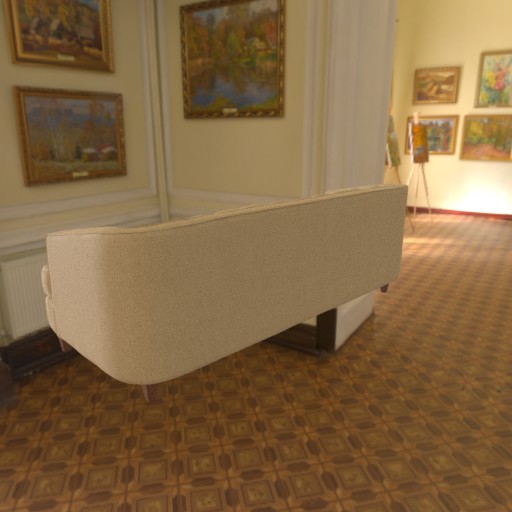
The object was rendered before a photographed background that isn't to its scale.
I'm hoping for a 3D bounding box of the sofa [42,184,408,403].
[{"bbox_3d":[0.000,0.000,2.704,2.235,0.788,0.913,-15,22,-42],"label":"sofa"}]
